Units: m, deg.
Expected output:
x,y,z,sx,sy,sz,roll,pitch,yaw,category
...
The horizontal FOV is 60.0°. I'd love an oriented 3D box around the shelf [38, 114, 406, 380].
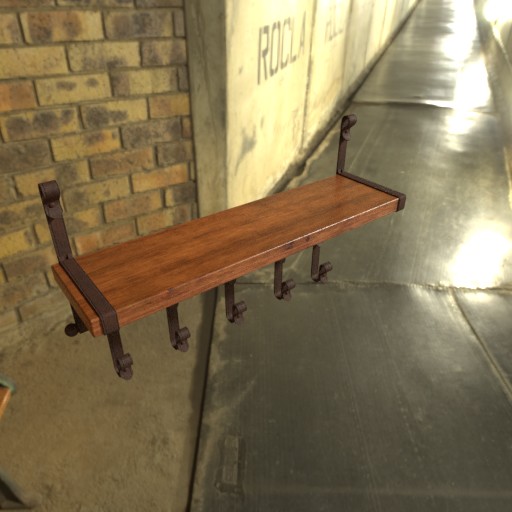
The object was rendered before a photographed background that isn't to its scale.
x,y,z,sx,sy,sz,roll,pitch,yaw,category
0.000,0.000,0.689,0.567,0.330,0.146,-22,38,-31,shelf
